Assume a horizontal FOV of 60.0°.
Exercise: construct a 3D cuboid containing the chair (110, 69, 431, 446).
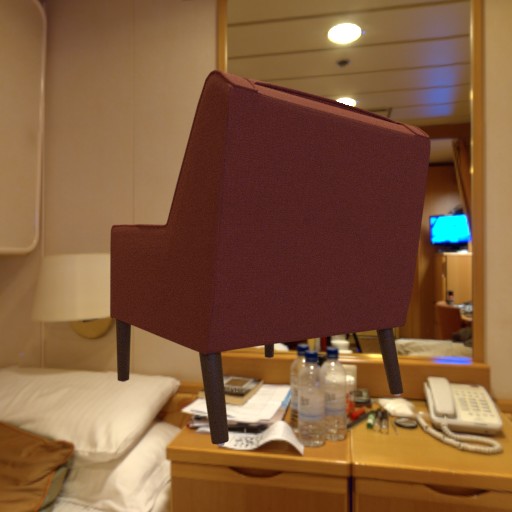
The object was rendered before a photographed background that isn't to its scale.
[{"bbox_3d":[0.000,0.000,1.354,0.680,0.812,0.770,0,-1,-35],"label":"chair"}]
